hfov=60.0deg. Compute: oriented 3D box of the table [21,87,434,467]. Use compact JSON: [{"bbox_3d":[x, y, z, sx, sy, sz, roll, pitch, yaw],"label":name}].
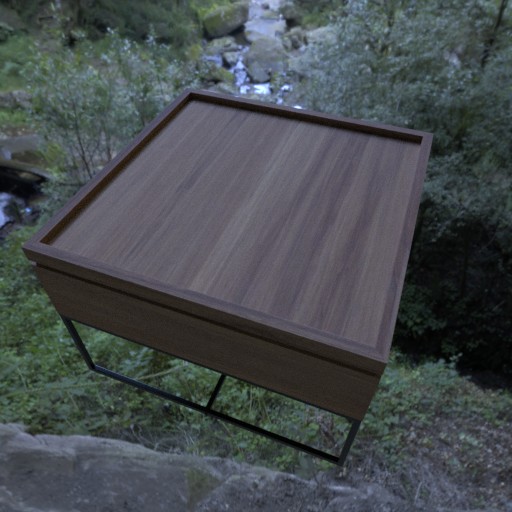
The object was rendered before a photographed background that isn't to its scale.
[{"bbox_3d":[0.000,0.000,1.124,0.676,0.464,0.679,16,49,14],"label":"table"}]
